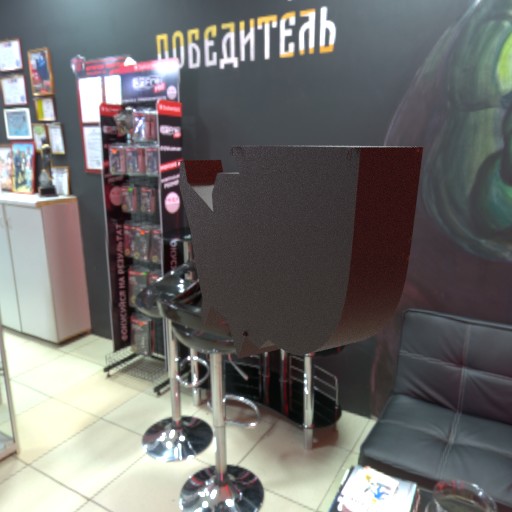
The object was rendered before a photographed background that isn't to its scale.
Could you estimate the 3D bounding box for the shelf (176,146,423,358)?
[{"bbox_3d":[0.000,0.000,0.911,0.112,0.439,0.729,-7,16,-26],"label":"shelf"}]
